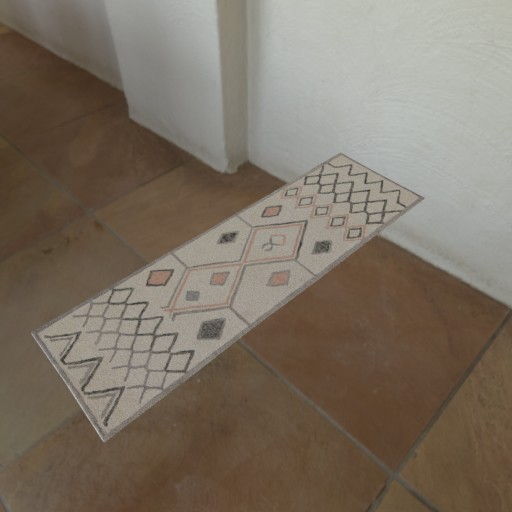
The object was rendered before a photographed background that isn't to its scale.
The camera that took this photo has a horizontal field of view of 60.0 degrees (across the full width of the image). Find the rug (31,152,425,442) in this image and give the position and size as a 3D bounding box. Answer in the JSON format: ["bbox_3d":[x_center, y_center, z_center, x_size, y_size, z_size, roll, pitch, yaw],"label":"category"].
[{"bbox_3d":[0.000,0.000,2.644,2.435,0.011,0.750,-33,55,-28],"label":"rug"}]
